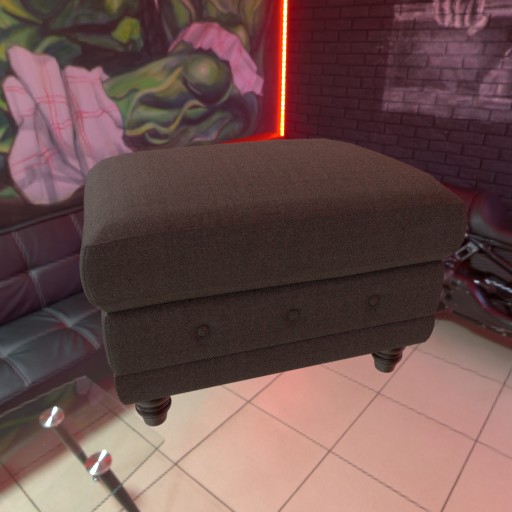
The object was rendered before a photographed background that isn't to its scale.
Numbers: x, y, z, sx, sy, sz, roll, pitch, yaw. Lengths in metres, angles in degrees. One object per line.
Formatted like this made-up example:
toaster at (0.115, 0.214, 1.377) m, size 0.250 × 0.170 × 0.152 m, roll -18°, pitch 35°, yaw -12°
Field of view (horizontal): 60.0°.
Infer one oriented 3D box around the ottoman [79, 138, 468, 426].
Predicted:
ottoman at (0.000, 0.000, 1.168) m, size 0.809 × 0.555 × 0.599 m, roll -8°, pitch 26°, yaw -16°
